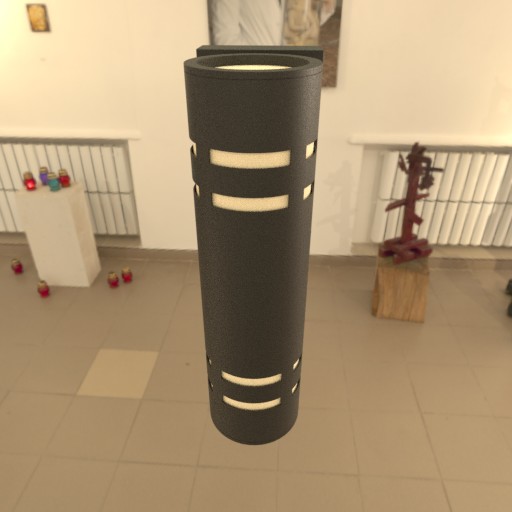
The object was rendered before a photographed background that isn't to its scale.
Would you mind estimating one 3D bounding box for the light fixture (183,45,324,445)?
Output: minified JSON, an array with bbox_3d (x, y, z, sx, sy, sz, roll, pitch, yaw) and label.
[{"bbox_3d":[0.000,0.000,0.399,0.105,0.330,0.149,2,31,3],"label":"light fixture"}]
